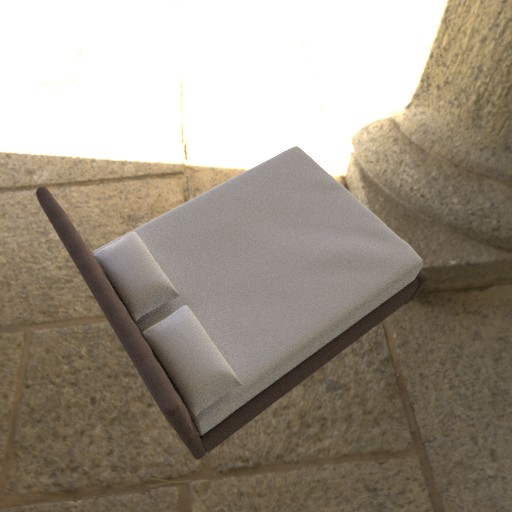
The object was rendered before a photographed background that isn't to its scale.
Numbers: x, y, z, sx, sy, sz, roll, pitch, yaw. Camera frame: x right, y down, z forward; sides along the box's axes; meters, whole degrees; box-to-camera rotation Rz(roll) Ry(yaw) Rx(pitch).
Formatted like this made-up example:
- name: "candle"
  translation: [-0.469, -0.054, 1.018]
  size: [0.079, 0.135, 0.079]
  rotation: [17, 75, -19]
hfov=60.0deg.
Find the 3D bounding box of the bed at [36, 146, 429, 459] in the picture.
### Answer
- name: "bed"
  translation: [0.000, 0.000, 3.330]
  size: [2.233, 1.426, 1.696]
  rotation: [-31, 62, -18]
